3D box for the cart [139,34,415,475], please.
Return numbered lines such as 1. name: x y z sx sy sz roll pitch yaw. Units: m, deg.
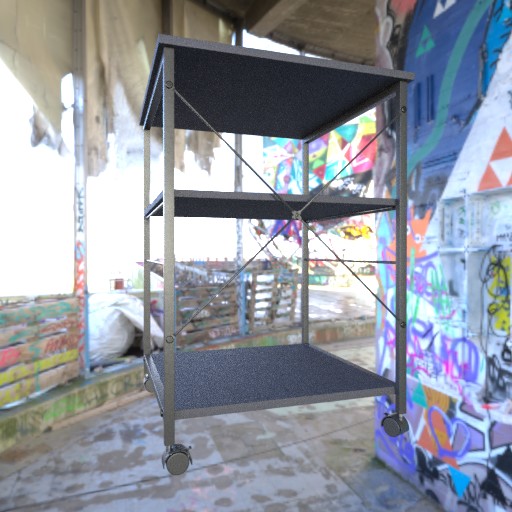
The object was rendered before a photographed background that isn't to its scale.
1. cart: 0.000 0.000 1.085 0.521 0.762 0.520 0 0 -18
